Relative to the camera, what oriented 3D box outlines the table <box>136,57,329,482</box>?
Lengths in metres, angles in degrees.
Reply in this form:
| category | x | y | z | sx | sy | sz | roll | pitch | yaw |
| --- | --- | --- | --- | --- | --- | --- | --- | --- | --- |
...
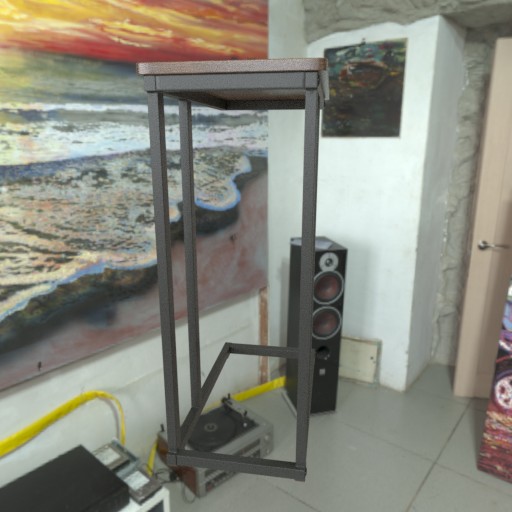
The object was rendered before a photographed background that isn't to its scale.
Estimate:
| category | x | y | z | sx | sy | sz | roll | pitch | yaw |
| --- | --- | --- | --- | --- | --- | --- | --- | --- | --- |
| table | 0.000 | 0.000 | 0.864 | 0.254 | 0.637 | 0.450 | 2 | 15 | 9 |
